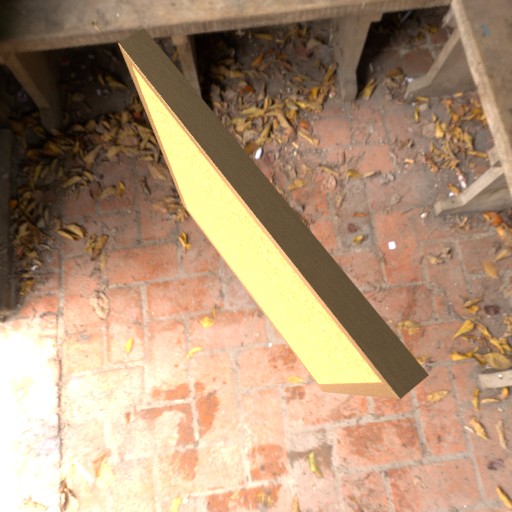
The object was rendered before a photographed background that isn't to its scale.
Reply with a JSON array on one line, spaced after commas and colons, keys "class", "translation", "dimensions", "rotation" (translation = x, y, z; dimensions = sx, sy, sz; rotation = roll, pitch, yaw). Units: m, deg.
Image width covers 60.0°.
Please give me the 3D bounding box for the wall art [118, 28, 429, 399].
[{"class": "wall art", "translation": [0.000, 0.000, 0.725], "dimensions": [0.037, 0.509, 0.510], "rotation": [-35, 77, -10]}]
